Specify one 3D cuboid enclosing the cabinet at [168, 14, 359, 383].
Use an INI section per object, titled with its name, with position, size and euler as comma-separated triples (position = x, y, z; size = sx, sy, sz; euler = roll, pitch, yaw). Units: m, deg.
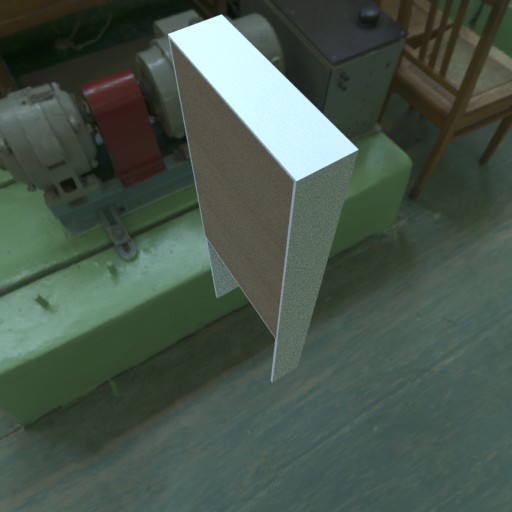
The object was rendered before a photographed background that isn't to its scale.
[cabinet]
position = 0.000, 0.000, 1.924
size = 0.192, 1.770, 0.643
euler = -29, 64, -16
